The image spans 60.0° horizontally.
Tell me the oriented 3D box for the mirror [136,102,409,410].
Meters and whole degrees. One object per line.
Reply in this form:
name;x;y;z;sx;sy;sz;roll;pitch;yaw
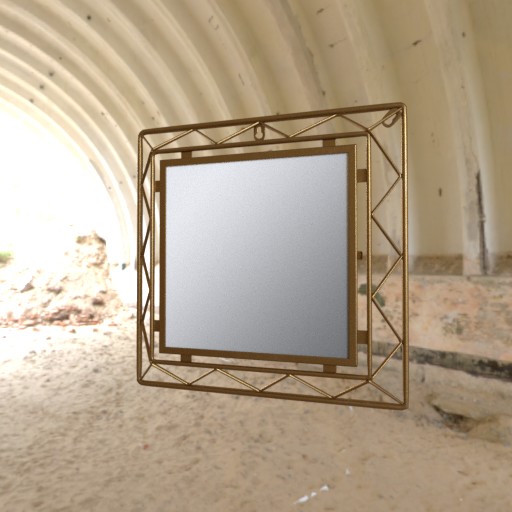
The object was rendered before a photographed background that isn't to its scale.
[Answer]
mirror;0.000;0.000;0.639;0.416;0.414;0.046;0;-1;18
